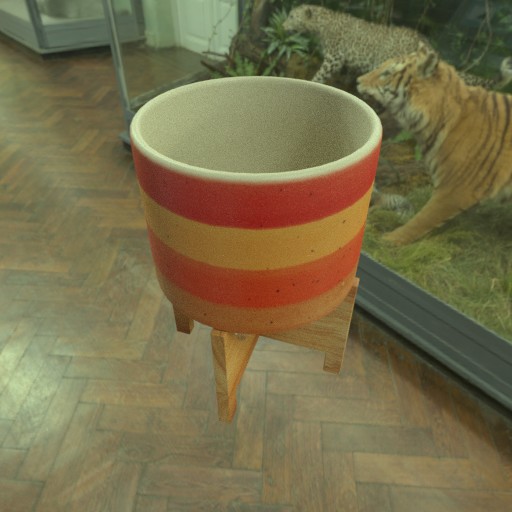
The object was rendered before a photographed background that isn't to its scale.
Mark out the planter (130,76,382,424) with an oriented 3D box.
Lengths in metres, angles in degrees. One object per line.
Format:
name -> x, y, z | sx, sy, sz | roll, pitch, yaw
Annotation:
planter -> 0.000, 0.000, 0.579 | 0.269, 0.379, 0.269 | 0, 40, 0
